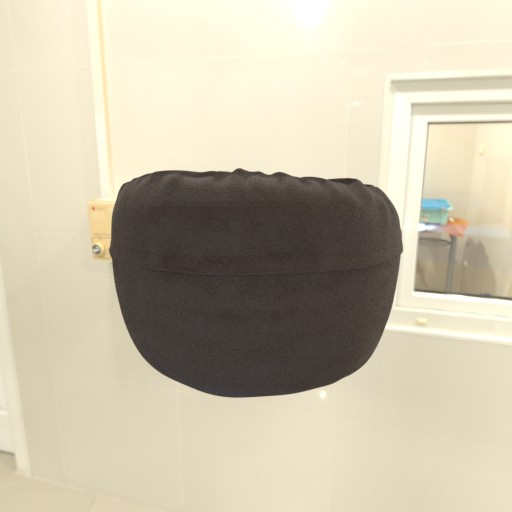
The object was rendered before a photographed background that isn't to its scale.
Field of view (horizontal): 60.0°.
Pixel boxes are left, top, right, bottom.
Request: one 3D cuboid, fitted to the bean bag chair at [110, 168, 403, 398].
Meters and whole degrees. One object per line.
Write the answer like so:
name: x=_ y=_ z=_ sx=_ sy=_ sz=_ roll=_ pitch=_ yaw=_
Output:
bean bag chair: x=0.000 y=0.000 z=2.003 sx=1.245 sy=0.821 sz=1.245 roll=0 pitch=14 yaw=0
